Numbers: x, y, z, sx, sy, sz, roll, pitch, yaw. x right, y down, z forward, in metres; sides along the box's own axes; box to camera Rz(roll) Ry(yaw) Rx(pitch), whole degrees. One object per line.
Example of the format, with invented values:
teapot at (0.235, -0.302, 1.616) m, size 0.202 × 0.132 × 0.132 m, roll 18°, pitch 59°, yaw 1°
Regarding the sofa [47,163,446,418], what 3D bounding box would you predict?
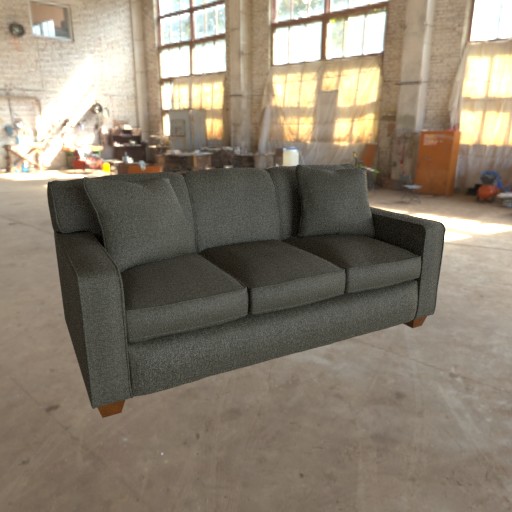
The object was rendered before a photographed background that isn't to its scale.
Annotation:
sofa at (0.000, 0.000, 2.525) m, size 2.024 × 0.958 × 0.997 m, roll -9°, pitch 18°, yaw -27°
